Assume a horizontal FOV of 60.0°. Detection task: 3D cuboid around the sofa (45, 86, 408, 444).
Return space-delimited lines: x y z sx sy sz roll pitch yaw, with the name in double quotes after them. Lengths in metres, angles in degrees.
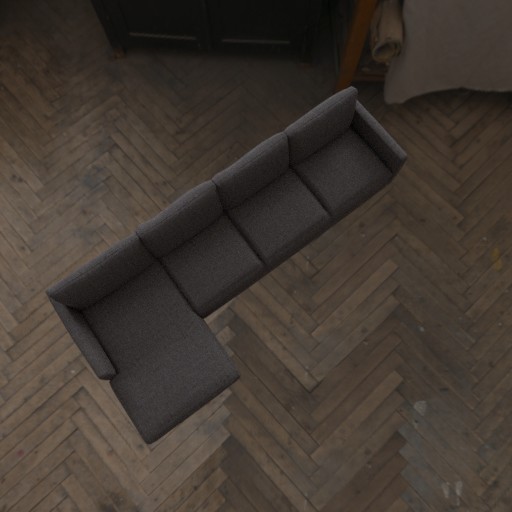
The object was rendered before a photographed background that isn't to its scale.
0.000 0.000 3.270 2.731 0.754 1.258 -36 78 -9 "sofa"
